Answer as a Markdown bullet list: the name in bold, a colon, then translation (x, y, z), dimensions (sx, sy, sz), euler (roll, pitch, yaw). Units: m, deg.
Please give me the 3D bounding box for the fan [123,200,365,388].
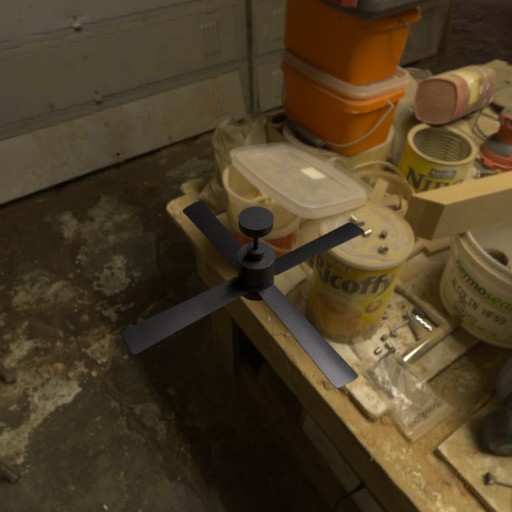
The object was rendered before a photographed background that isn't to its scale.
- **fan**: translation (0.000, 0.000, 2.336), dimensions (1.525, 0.534, 1.525), euler (-25, 51, -22)
